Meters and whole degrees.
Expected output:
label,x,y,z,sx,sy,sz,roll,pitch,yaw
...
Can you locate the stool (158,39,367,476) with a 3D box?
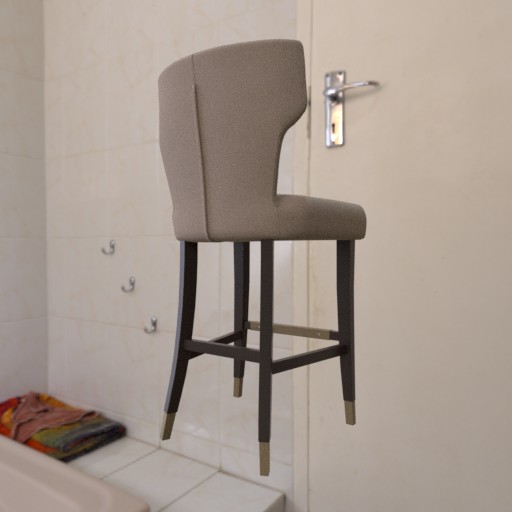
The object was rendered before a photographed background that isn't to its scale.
label,x,y,z,sx,sy,sz,roll,pitch,yaw
stool,0.000,0.000,1.389,0.526,1.092,0.563,1,1,35
